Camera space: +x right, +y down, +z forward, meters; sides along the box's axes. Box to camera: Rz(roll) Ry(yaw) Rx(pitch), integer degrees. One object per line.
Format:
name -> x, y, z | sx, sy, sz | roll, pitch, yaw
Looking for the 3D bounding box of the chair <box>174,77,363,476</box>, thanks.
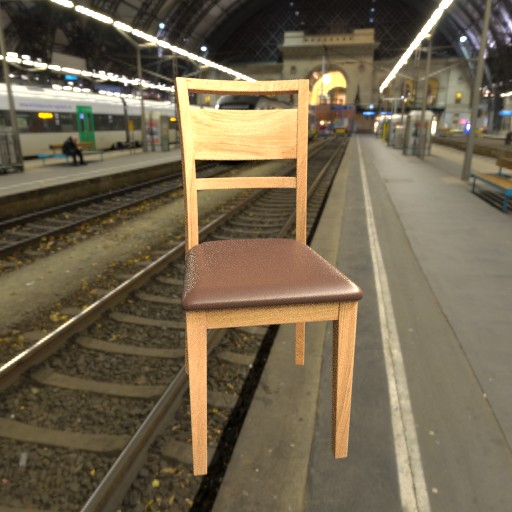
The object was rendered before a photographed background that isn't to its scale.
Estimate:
chair -> 0.000, 0.000, 1.205 | 0.420, 0.940, 0.545 | -3, 17, -9
